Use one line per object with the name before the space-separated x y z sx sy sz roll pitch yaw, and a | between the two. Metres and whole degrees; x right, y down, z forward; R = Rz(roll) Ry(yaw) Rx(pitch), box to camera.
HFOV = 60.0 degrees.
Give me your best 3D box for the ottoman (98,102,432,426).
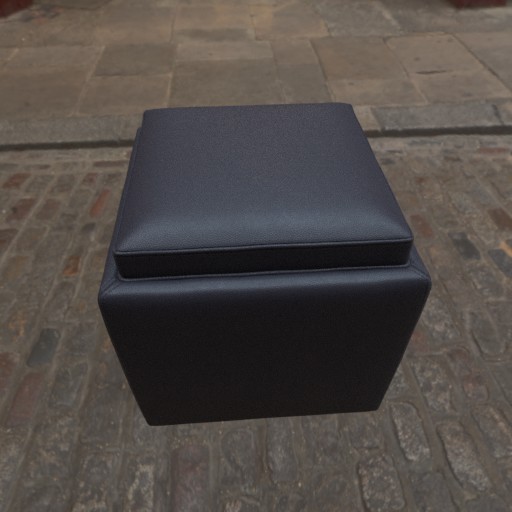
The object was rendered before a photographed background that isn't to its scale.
ottoman | 0.000 0.000 0.828 0.451 0.460 0.450 -3 45 -3
